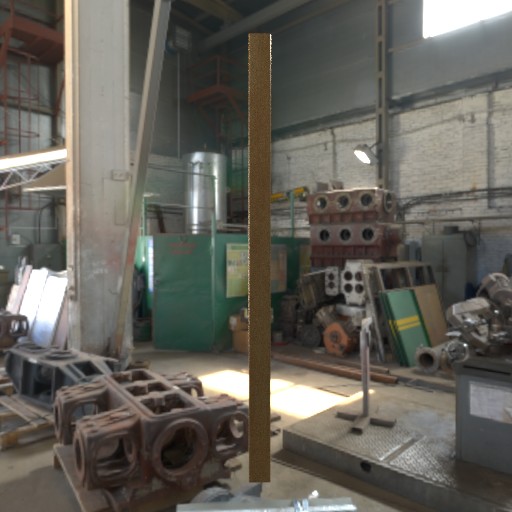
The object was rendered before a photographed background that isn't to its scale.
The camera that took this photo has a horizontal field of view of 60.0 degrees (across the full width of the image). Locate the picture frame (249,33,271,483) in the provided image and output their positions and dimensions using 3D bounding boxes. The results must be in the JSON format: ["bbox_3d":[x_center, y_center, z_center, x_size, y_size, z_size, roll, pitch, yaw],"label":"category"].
[{"bbox_3d":[0.000,0.000,1.129,0.037,0.761,0.758,0,1,-1],"label":"picture frame"}]
